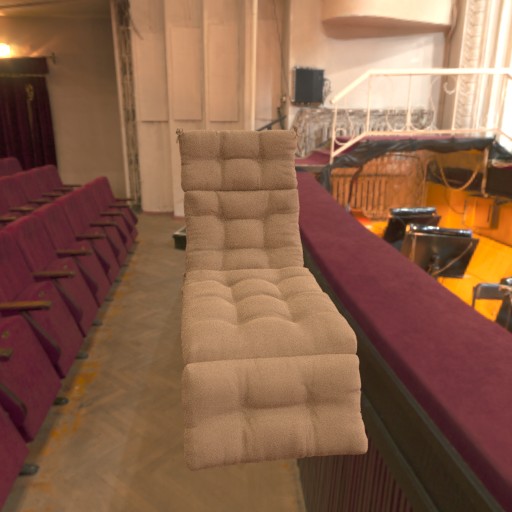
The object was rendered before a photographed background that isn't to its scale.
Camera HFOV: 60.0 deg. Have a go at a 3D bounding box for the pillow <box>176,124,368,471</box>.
[{"bbox_3d":[0.000,0.000,1.502,0.526,0.863,1.016,-2,16,-8],"label":"pillow"}]
